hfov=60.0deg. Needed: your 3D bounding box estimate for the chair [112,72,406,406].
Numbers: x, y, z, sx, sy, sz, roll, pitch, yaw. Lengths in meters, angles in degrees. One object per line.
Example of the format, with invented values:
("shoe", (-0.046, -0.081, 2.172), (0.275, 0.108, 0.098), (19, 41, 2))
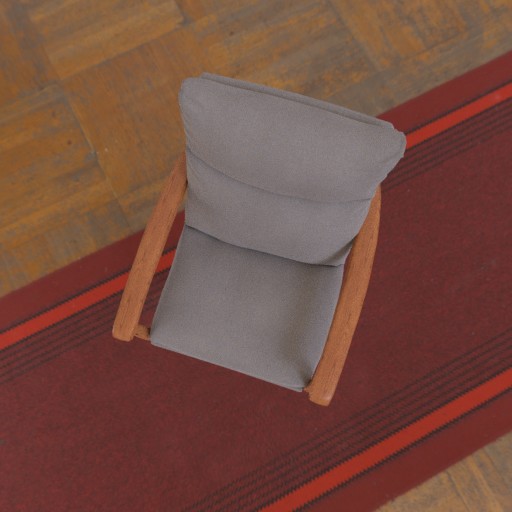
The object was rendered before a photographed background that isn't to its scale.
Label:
("chair", (0.000, 0.000, 1.545), (0.782, 0.922, 0.816), (17, 76, 4))
